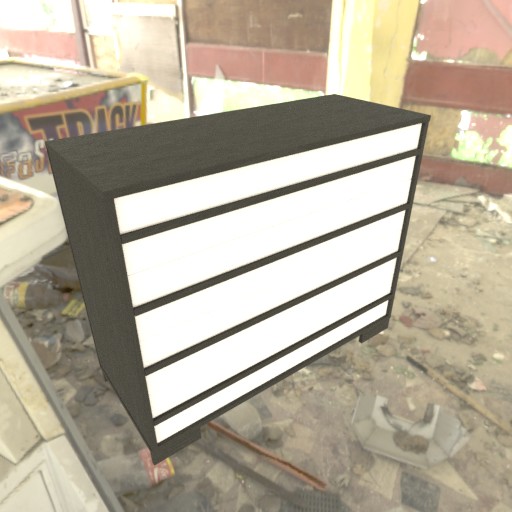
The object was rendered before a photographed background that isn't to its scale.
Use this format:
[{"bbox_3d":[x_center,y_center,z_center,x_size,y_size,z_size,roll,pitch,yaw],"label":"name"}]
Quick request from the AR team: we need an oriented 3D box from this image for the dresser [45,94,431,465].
[{"bbox_3d":[0.000,0.000,1.411,0.994,0.816,0.404,-21,37,-31],"label":"dresser"}]
